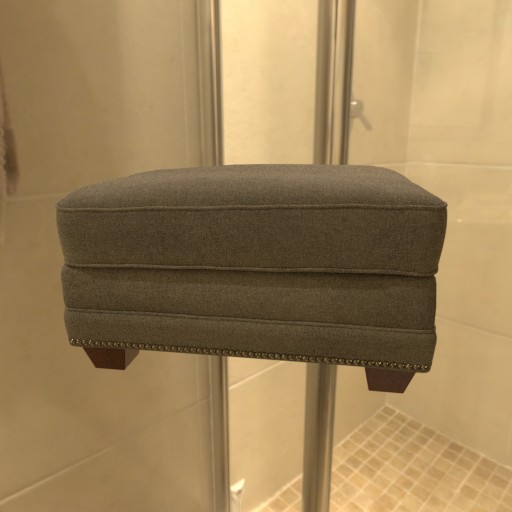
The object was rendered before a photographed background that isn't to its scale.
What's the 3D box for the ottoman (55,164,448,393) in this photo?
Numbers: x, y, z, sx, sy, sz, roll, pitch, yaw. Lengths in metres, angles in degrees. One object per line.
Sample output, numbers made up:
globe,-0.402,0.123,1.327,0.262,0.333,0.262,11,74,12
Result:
ottoman,0.000,0.000,1.149,0.813,0.457,0.561,2,15,9
